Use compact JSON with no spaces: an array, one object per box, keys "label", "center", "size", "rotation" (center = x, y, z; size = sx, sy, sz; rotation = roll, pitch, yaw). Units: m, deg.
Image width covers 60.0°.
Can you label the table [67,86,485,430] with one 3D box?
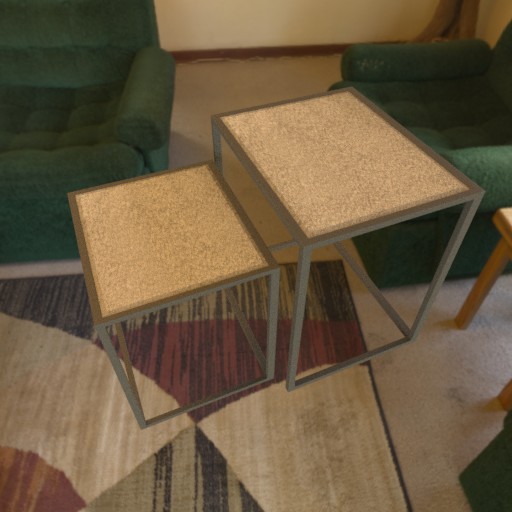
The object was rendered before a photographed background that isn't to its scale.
[{"label":"table","center":[0.000,0.000,1.142],"size":[0.788,0.540,0.508],"rotation":[-17,48,-16]}]
